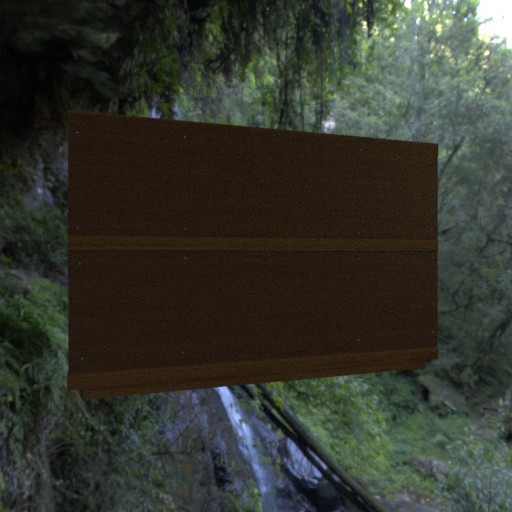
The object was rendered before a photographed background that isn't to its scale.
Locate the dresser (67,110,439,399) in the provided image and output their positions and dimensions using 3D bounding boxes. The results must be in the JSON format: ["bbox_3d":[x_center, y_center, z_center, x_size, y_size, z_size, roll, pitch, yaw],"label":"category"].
[{"bbox_3d":[0.000,0.000,1.657,1.261,0.825,0.479,0,0,-17],"label":"dresser"}]
